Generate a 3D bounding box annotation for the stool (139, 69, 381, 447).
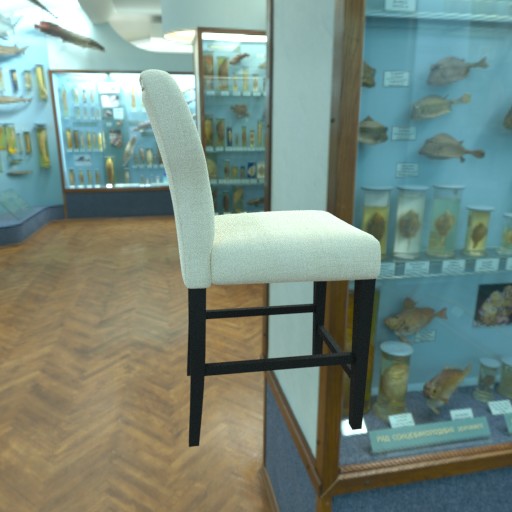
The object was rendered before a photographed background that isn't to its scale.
[{"bbox_3d":[0.000,0.000,1.329,0.603,0.972,0.514,-2,15,-9],"label":"stool"}]
